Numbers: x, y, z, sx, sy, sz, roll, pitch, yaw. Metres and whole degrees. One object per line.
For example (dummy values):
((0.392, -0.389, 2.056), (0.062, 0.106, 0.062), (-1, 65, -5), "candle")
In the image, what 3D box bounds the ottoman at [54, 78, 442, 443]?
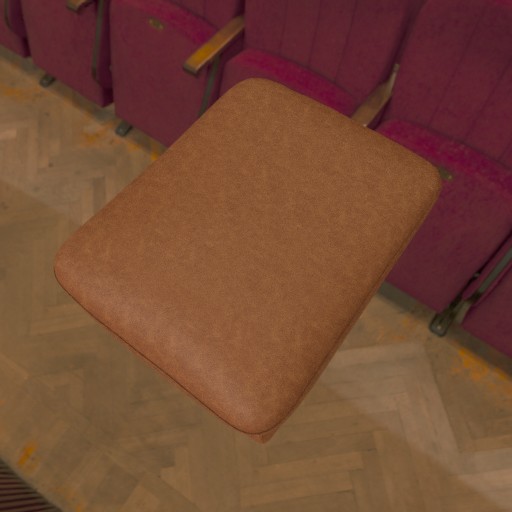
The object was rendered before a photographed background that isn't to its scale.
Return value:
((0.000, 0.000, 1.125), (0.593, 0.478, 0.747), (33, 68, 16), "ottoman")
